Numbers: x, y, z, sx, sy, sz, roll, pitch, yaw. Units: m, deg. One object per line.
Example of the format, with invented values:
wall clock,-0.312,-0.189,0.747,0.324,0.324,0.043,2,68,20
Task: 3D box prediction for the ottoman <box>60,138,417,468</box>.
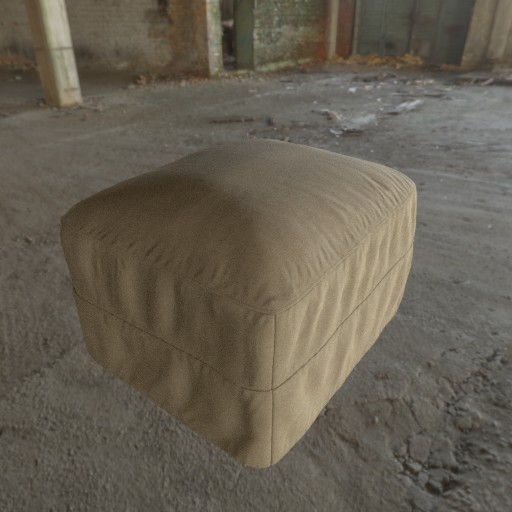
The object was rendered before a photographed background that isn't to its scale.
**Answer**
ottoman,0.000,0.000,1.067,0.584,0.480,0.712,19,33,31
